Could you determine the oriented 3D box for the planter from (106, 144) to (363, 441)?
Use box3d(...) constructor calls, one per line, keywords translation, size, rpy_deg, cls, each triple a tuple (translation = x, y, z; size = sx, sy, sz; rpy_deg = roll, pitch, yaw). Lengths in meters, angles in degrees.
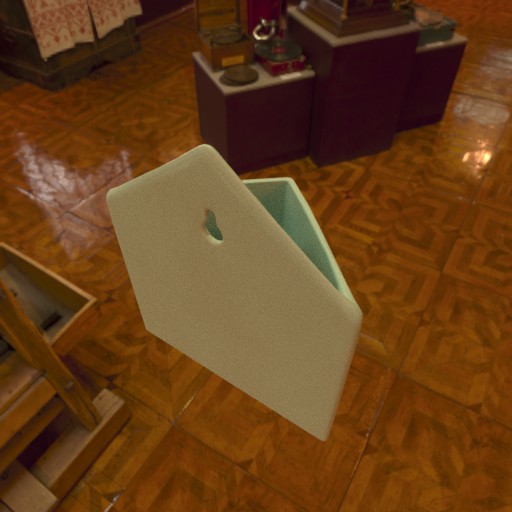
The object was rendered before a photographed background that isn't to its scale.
box3d(translation=(0.000, 0.000, 0.276), size=(0.164, 0.197, 0.079), rpy_deg=(26, 52, 23), cls="planter")
